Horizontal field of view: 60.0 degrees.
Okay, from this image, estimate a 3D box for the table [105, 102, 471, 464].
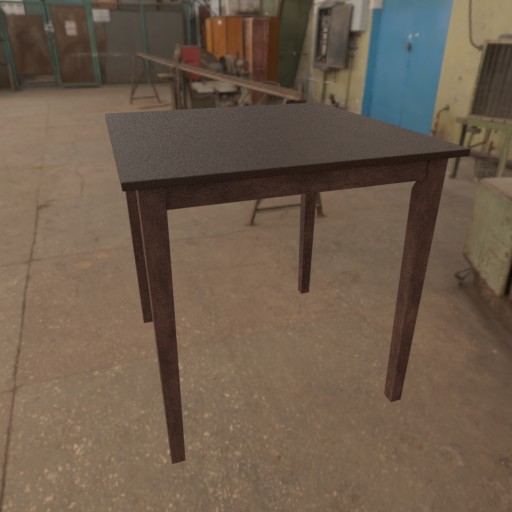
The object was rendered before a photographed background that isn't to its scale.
[{"bbox_3d":[0.000,0.000,1.363,0.749,0.770,0.749,-9,28,-17],"label":"table"}]
